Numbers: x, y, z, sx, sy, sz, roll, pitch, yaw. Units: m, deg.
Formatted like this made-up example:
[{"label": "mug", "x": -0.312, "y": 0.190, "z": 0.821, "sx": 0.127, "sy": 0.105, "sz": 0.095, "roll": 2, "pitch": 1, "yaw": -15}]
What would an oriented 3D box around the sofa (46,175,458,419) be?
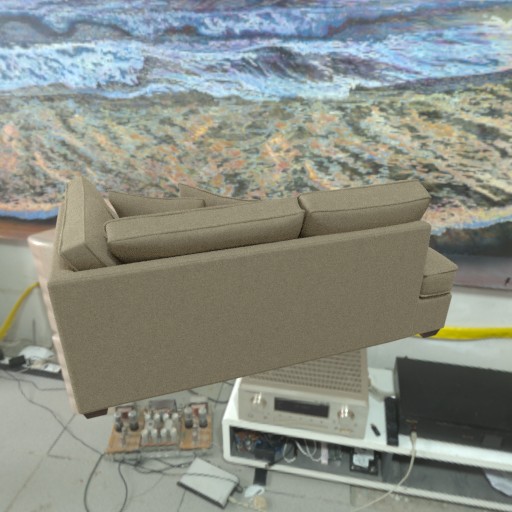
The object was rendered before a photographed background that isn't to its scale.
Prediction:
[{"label": "sofa", "x": 0.000, "y": 0.000, "z": 2.772, "sx": 2.237, "sy": 1.033, "sz": 1.110, "roll": -9, "pitch": 28, "yaw": -17}]
